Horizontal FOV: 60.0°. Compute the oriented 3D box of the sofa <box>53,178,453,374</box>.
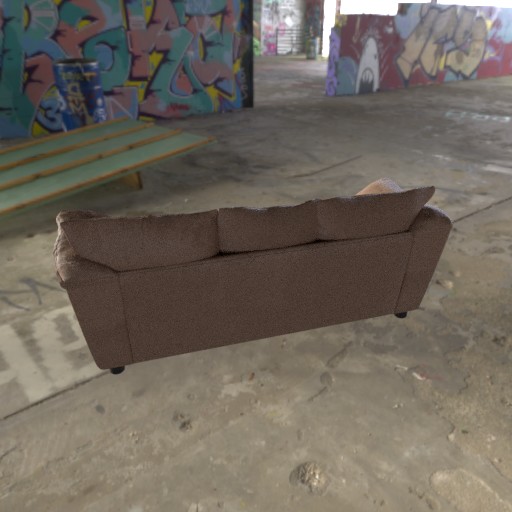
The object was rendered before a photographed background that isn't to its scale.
[{"bbox_3d":[0.000,0.000,2.885,2.377,0.981,0.893,-8,29,-15],"label":"sofa"}]
